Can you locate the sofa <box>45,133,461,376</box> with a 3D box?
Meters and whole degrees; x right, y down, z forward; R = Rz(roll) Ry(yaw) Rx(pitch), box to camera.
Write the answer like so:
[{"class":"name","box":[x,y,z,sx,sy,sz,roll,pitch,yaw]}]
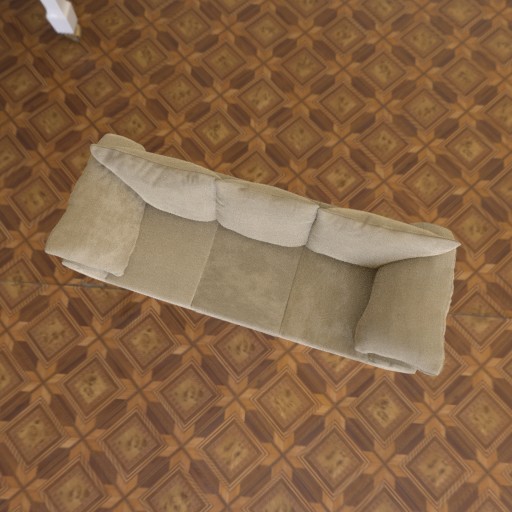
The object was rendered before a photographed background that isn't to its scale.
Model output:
[{"class":"sofa","box":[0.000,0.000,2.878,2.377,0.981,0.893,17,75,5]}]
